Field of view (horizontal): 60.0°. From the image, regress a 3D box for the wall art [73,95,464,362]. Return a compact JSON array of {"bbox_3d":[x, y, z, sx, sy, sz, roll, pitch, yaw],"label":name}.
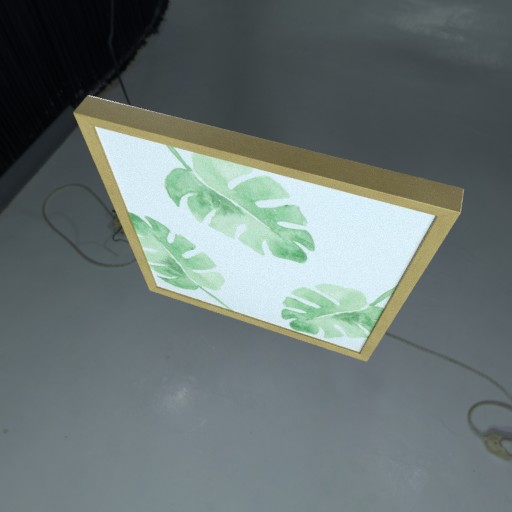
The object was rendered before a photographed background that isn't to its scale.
[{"bbox_3d":[0.000,0.000,0.773,0.508,0.508,0.038,17,59,10],"label":"wall art"}]
